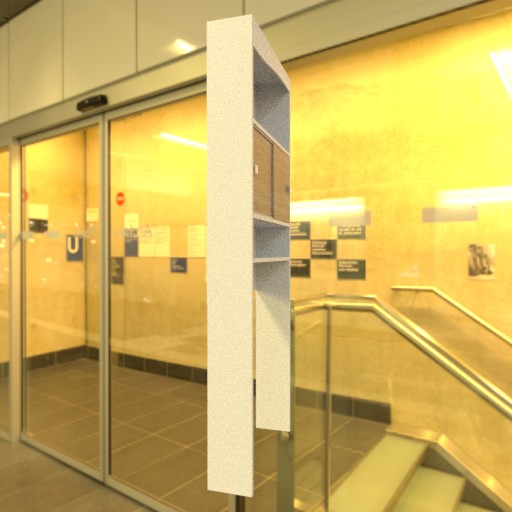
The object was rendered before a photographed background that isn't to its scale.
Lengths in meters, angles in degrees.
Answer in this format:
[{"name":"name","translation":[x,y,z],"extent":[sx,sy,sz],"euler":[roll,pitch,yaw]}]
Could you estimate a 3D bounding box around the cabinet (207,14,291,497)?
[{"name":"cabinet","translation":[0.000,0.000,1.955],"extent":[0.192,1.770,0.643],"euler":[0,0,17]}]
